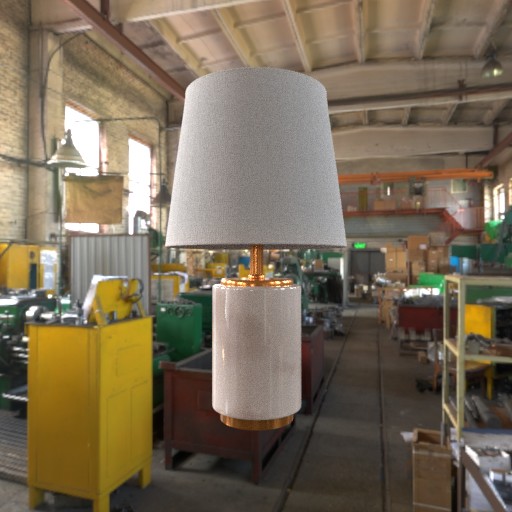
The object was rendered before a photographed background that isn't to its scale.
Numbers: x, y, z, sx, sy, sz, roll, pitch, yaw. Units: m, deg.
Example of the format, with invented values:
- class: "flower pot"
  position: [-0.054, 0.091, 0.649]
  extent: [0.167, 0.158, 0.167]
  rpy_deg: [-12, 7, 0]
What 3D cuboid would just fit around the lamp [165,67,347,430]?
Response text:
- class: "lamp"
  position: [0.000, 0.000, 0.472]
  extent: [0.189, 0.340, 0.189]
  rpy_deg: [0, -1, 0]
